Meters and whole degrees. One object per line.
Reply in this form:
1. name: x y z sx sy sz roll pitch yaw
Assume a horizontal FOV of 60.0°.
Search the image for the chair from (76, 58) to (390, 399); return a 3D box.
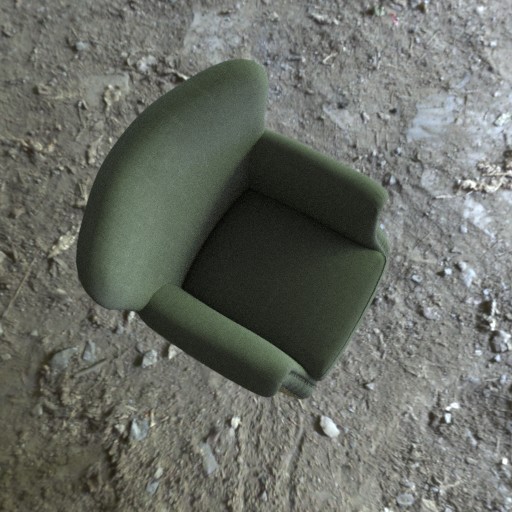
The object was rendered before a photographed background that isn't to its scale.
1. chair: 0.000 0.000 1.639 0.921 0.936 0.861 31 77 8
